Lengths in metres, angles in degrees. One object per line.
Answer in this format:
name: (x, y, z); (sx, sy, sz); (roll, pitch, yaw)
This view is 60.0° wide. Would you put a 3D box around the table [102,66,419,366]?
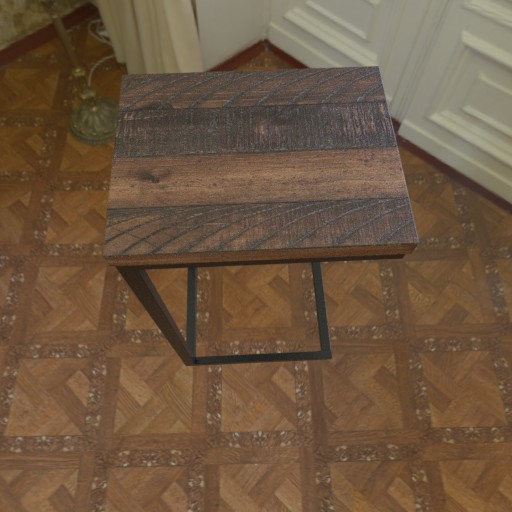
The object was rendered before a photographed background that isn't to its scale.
table: (0.000, 0.000, 0.966); (0.414, 0.718, 0.323); (-2, 65, -1)
